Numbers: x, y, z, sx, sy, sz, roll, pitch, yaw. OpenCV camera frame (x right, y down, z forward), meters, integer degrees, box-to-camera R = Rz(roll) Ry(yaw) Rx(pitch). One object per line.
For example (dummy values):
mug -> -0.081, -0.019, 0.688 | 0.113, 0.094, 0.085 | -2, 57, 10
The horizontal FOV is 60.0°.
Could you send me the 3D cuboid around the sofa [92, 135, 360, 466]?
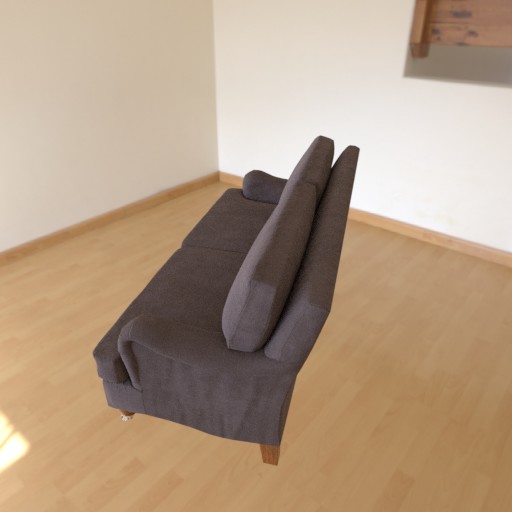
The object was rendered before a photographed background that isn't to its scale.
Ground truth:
sofa -> 0.000, 0.000, 2.803 | 1.086, 1.087, 2.165 | 7, 31, 12
